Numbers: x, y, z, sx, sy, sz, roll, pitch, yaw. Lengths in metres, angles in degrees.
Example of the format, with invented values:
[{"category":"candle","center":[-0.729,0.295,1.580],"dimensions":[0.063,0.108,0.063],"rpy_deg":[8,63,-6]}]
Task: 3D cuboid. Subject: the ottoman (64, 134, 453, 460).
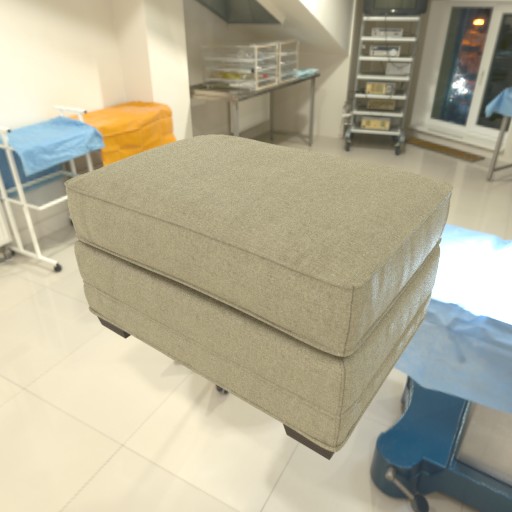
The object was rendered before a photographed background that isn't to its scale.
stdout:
[{"category":"ottoman","center":[0.000,0.000,1.219],"dimensions":[0.848,0.508,0.611],"rpy_deg":[20,36,31]}]
